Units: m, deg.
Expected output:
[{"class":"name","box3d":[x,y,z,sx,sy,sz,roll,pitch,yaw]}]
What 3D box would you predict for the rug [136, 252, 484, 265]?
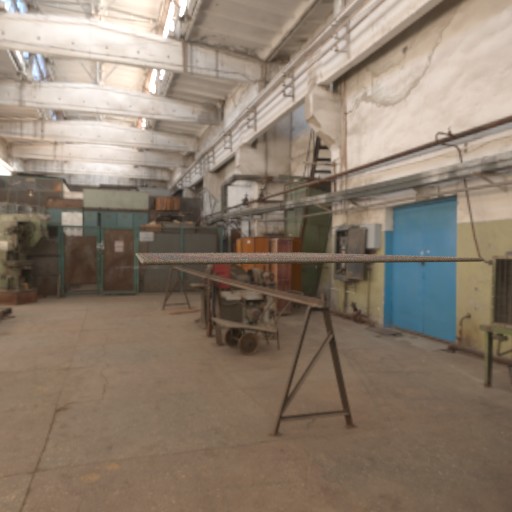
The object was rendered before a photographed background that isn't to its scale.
[{"class":"rug","box3d":[0.000,0.000,2.206,1.144,0.014,1.748,0,1,-16]}]
